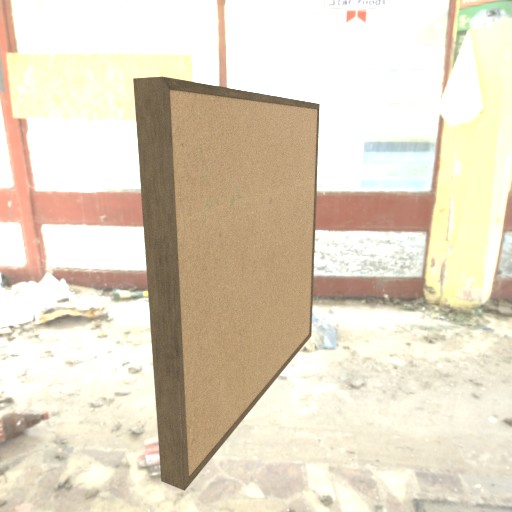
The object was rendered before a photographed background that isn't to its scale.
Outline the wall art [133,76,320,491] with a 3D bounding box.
[{"bbox_3d":[0.000,0.000,0.742,0.038,0.508,0.508,7,17,25],"label":"wall art"}]
